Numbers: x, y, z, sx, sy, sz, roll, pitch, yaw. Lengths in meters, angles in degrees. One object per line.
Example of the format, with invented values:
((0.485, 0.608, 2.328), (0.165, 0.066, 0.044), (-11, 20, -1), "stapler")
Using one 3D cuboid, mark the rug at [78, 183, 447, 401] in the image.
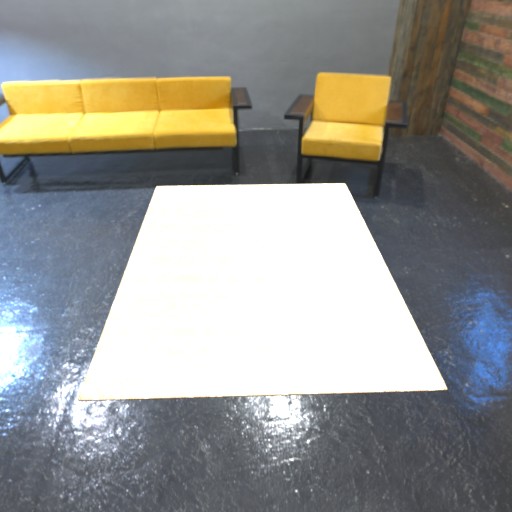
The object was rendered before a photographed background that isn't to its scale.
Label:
((0.000, 0.000, 4.306), (2.438, 0.010, 3.353), (-1, 33, -2), "rug")
